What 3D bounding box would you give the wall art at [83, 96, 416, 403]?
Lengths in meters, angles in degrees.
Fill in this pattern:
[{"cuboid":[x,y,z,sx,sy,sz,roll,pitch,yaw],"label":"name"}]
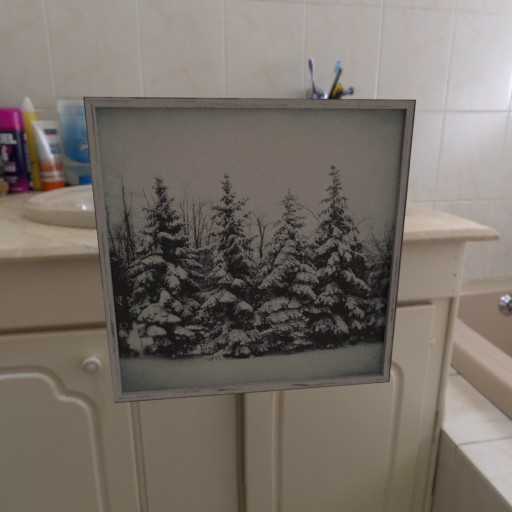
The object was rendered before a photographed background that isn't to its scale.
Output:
[{"cuboid":[0.000,0.000,0.756,0.506,0.506,0.038,-2,16,-7],"label":"wall art"}]
